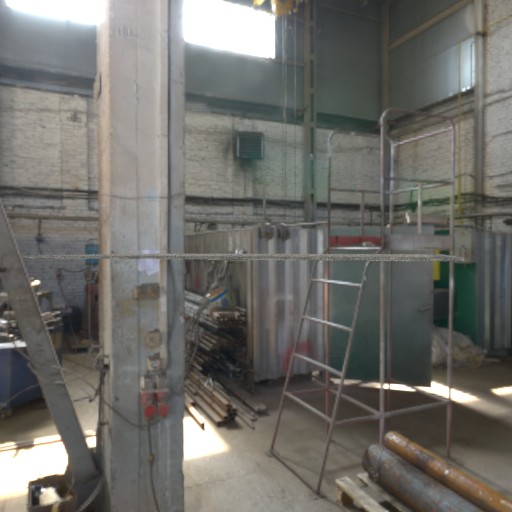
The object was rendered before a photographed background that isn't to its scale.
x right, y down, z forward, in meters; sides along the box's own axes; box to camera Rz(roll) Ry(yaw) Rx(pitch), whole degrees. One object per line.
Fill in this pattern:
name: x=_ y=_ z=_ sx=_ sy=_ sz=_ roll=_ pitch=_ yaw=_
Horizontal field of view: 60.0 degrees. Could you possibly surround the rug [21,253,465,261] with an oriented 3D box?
rug: x=0.000 y=0.000 z=2.259 sx=1.819 sy=0.012 sz=1.208 roll=0 pitch=1 yaw=20
